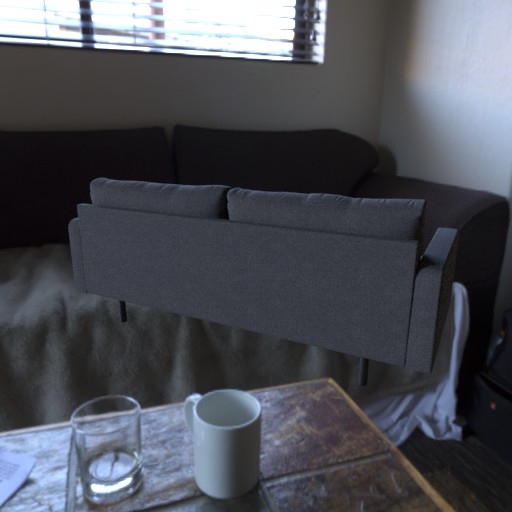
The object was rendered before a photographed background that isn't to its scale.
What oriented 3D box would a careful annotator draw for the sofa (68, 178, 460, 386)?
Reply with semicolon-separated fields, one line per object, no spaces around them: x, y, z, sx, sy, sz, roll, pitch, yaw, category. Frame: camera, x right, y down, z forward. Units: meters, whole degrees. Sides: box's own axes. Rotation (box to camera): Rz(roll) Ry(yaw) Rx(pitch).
0.000;0.000;2.602;2.100;0.880;0.880;8;18;26;sofa
